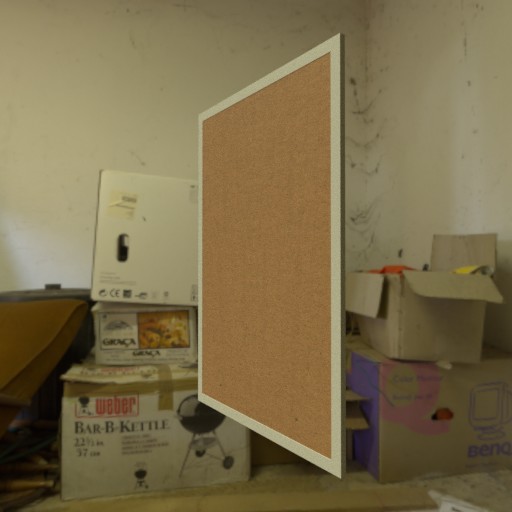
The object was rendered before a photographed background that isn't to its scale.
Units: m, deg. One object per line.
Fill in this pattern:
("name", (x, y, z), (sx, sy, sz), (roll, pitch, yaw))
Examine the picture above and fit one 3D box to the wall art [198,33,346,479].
("wall art", (0.000, 0.000, 1.234), (0.015, 0.965, 0.660), (0, -1, -35))
